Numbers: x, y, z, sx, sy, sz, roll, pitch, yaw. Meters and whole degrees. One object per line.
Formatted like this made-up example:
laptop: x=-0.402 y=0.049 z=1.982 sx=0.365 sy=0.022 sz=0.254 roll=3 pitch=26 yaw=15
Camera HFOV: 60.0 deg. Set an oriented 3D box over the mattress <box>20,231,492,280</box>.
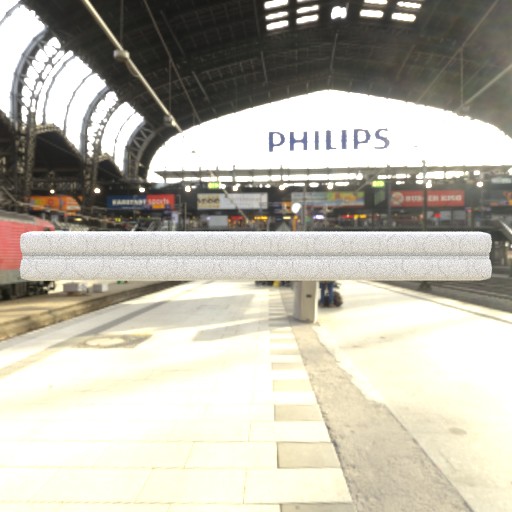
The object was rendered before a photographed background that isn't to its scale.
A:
mattress: x=0.000 y=0.000 z=2.227 sx=1.900 sy=0.200 sz=0.900 roll=0 pitch=0 yaw=-1
